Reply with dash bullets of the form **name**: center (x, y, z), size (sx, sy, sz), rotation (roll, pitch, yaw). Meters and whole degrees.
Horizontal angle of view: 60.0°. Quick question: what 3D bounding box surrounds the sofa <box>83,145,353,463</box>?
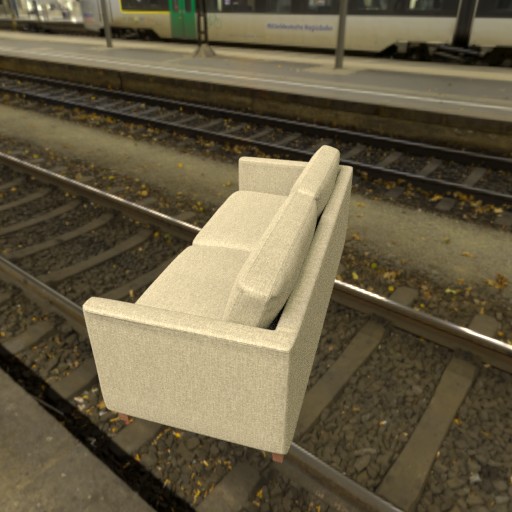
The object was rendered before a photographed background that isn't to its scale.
- **sofa**: center (0.000, 0.000, 2.800), size (0.956, 0.960, 2.208), rotation (8, 31, 14)
